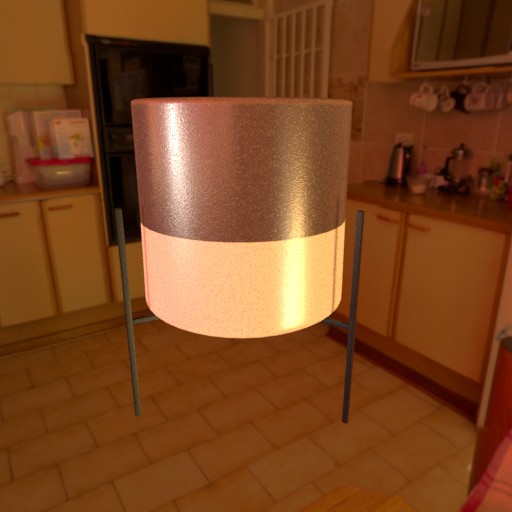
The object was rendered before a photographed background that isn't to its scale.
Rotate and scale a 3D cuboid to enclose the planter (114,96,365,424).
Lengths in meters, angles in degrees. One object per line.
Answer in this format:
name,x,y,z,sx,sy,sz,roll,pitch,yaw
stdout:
planter,0.000,0.000,0.531,0.260,0.353,0.250,9,20,25
